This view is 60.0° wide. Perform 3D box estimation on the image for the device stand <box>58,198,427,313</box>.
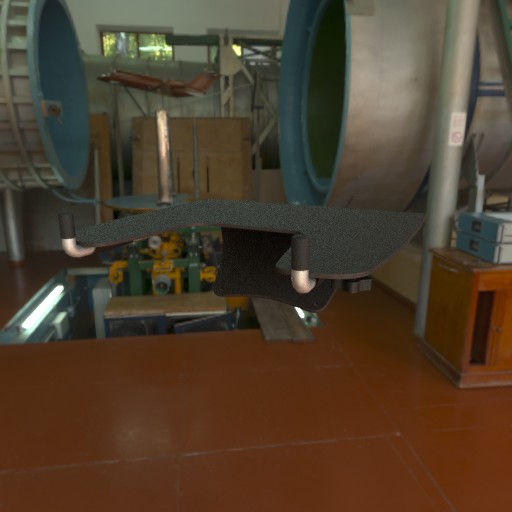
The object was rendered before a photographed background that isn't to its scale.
[{"bbox_3d":[0.000,0.000,0.351,0.230,0.092,0.230,7,16,25],"label":"device stand"}]
